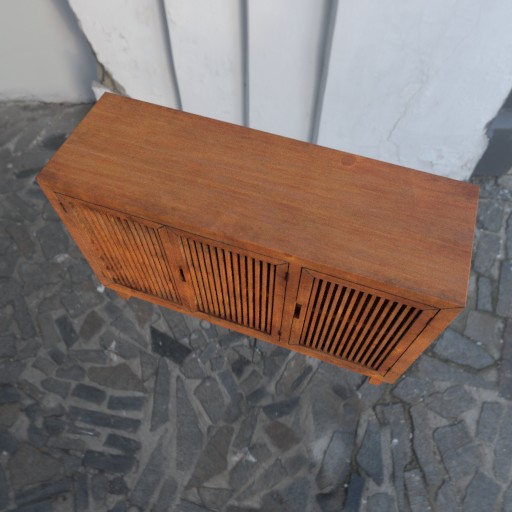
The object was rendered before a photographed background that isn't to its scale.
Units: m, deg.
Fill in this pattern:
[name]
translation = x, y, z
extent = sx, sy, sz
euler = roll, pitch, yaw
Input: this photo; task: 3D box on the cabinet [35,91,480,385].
[cabinet]
translation = 0.000, 0.000, 1.605
extent = 1.204, 0.805, 0.403
euler = 17, 60, 10
